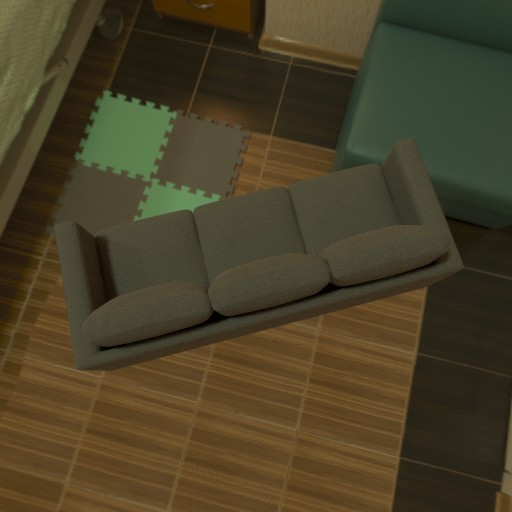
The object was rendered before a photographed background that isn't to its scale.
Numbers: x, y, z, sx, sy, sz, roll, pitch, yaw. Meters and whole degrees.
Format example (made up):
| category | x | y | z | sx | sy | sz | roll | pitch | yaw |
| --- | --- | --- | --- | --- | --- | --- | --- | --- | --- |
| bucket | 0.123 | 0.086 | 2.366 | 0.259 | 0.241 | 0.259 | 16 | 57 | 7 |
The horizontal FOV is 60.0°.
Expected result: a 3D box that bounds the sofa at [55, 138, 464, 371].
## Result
| category | x | y | z | sx | sy | sz | roll | pitch | yaw |
| --- | --- | --- | --- | --- | --- | --- | --- | --- | --- |
| sofa | 0.000 | 0.000 | 2.549 | 2.029 | 0.912 | 0.802 | -14 | 76 | -4 |
